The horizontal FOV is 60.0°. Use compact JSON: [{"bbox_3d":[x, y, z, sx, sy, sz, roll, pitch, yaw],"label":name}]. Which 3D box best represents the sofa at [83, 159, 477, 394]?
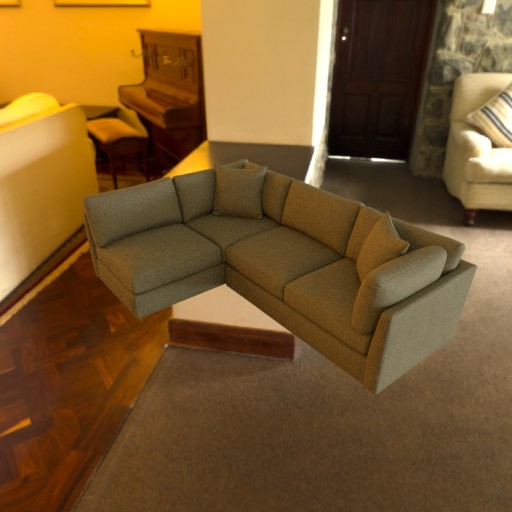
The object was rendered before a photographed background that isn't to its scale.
[{"bbox_3d":[0.000,0.000,3.890,1.994,0.978,2.896,-21,35,-33],"label":"sofa"}]
